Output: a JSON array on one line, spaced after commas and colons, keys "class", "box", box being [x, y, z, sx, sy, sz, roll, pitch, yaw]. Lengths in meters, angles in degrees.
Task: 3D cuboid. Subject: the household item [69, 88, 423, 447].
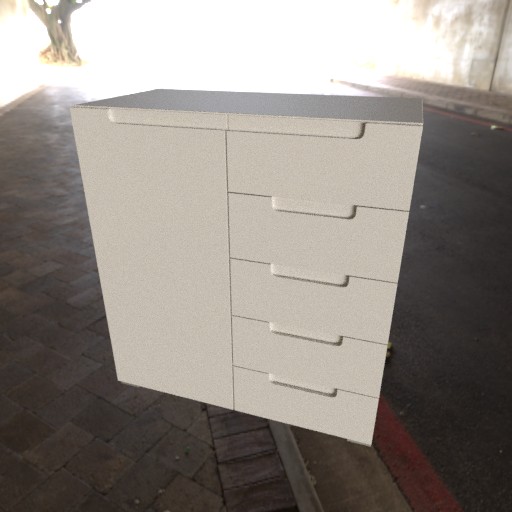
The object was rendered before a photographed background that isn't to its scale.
[{"class": "household item", "box": [0.000, 0.000, 1.315, 0.800, 0.870, 0.420, 8, 27, 16]}]
